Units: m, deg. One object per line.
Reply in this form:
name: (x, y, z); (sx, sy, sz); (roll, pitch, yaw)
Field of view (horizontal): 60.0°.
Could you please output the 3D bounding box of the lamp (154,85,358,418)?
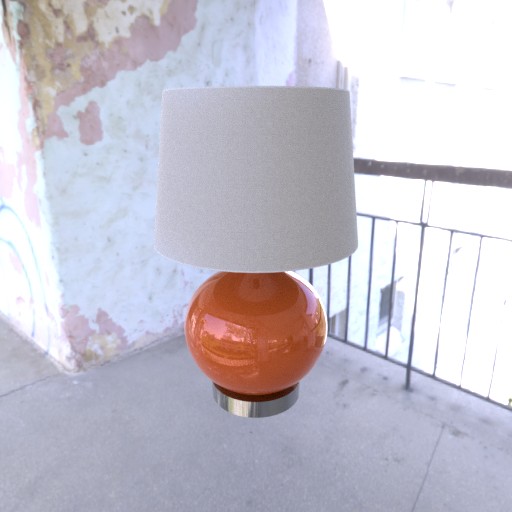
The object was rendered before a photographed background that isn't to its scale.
lamp: (0.000, 0.000, 0.553); (0.247, 0.387, 0.247); (0, 18, 0)
